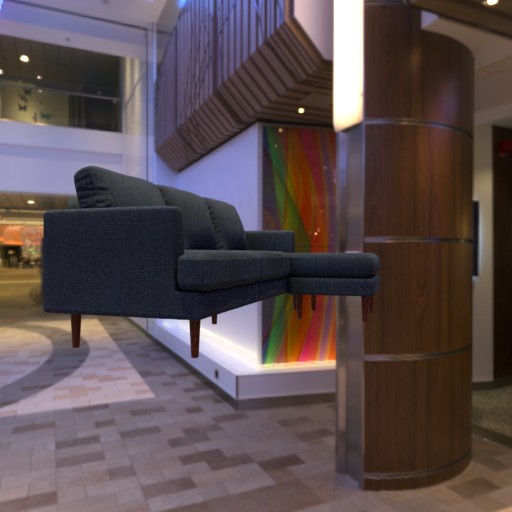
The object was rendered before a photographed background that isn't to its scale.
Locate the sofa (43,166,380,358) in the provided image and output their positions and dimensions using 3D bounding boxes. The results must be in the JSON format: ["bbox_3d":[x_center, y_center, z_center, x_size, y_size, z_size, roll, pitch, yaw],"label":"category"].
[{"bbox_3d":[0.000,0.000,3.014,1.504,0.956,2.233,0,0,19],"label":"sofa"}]
